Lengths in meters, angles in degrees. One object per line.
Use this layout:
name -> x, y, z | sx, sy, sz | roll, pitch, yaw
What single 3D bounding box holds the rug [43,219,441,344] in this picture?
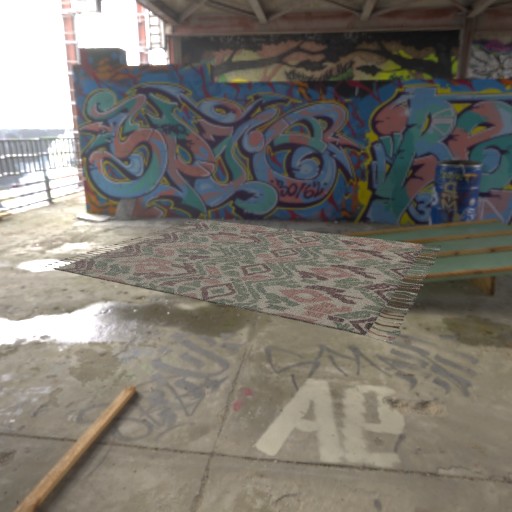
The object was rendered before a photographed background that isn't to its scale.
rug -> 0.000, 0.000, 4.196 | 3.048, 0.010, 2.438 | 8, 18, 27
